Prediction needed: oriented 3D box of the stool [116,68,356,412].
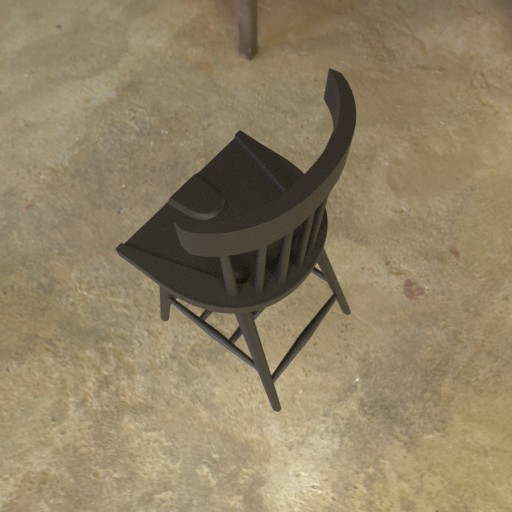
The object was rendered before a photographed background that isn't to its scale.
[{"bbox_3d":[0.000,0.000,1.221,0.549,0.953,0.494,35,68,16],"label":"stool"}]
